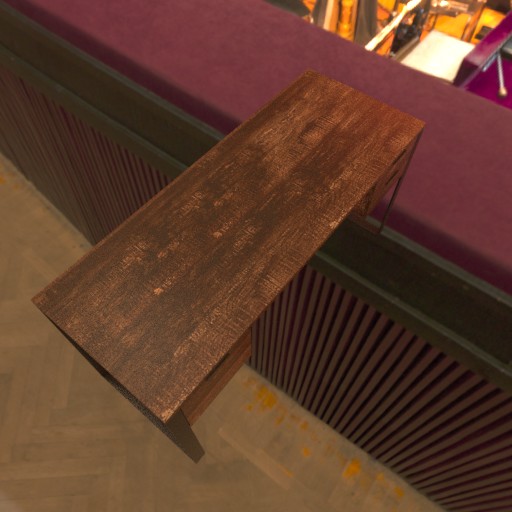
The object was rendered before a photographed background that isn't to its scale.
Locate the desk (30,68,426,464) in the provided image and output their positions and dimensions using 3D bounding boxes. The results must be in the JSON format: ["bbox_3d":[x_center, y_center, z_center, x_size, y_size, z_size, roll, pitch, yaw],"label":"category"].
[{"bbox_3d":[0.000,0.000,1.935,0.599,0.762,1.524,34,63,20],"label":"desk"}]
